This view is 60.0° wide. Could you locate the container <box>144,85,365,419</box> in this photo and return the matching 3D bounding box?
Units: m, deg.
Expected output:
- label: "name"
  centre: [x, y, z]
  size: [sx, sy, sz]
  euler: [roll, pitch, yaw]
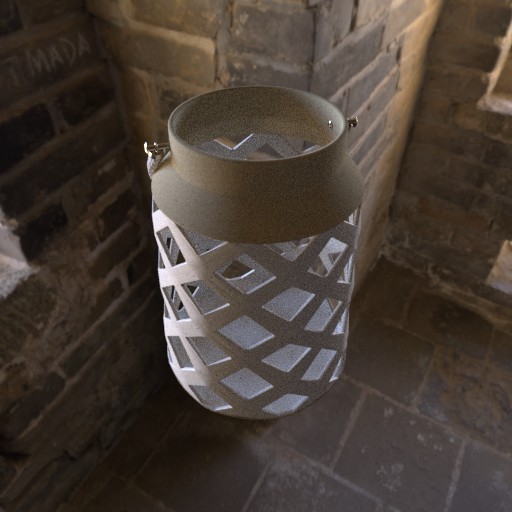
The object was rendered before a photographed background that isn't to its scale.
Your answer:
- label: "container"
  centre: [0.000, 0.000, 0.400]
  size: [0.188, 0.264, 0.198]
  euler: [-11, 42, -12]
